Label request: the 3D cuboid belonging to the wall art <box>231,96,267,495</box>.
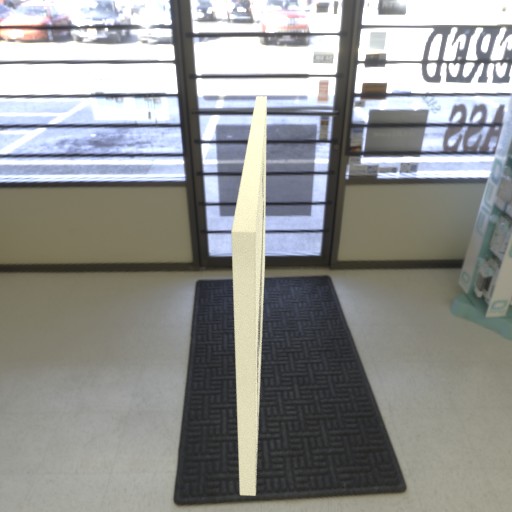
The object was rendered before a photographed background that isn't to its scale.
[{"bbox_3d":[0.000,0.000,1.150,0.033,0.617,0.906,1,31,2],"label":"wall art"}]
